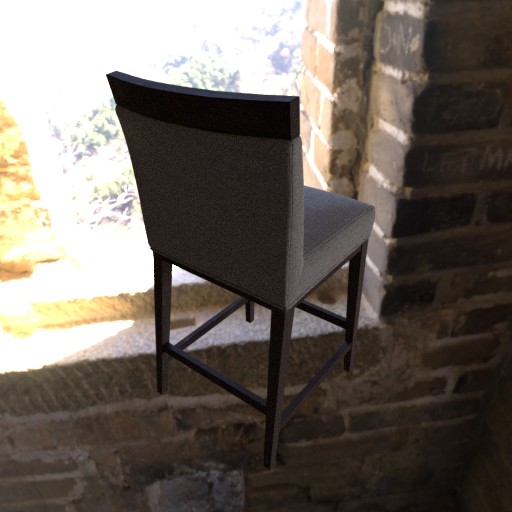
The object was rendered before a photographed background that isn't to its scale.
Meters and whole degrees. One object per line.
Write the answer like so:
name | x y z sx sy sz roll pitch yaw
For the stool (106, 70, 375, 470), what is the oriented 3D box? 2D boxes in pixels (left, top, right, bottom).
stool | 0.000 0.000 1.291 0.512 1.009 0.531 21 37 32
